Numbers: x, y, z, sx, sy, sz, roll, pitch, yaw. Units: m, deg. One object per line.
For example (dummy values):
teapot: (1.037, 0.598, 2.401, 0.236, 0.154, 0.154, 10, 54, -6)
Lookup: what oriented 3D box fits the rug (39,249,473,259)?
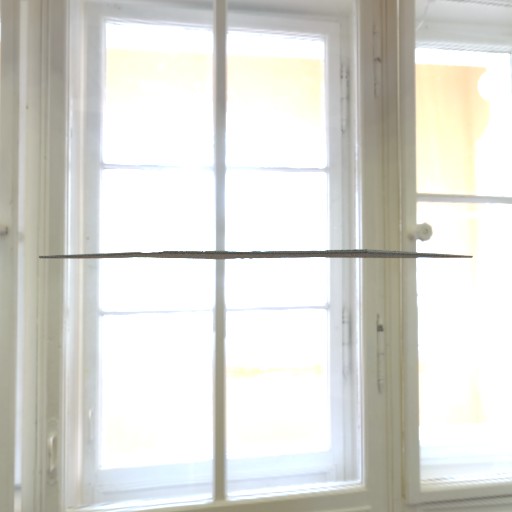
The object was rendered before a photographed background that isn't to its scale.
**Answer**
rug: (0.000, 0.000, 4.125, 3.237, 0.046, 2.461, -1, -1, 37)
